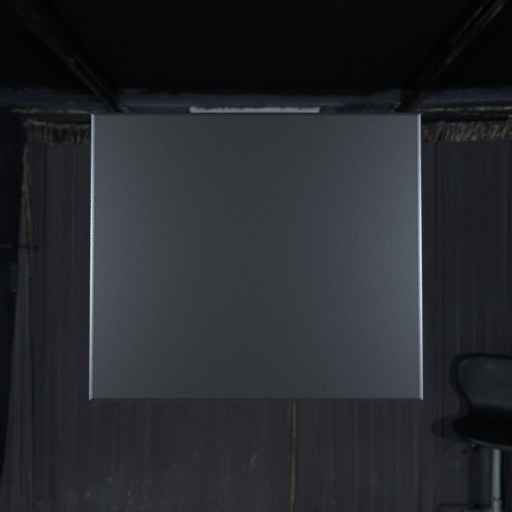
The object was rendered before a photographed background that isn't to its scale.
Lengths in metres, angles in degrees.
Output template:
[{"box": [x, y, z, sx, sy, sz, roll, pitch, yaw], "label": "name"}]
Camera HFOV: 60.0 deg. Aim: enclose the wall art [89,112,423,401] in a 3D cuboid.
[{"box": [0.000, 0.000, 0.520, 0.380, 0.330, 0.028, 0, -1, 0], "label": "wall art"}]
